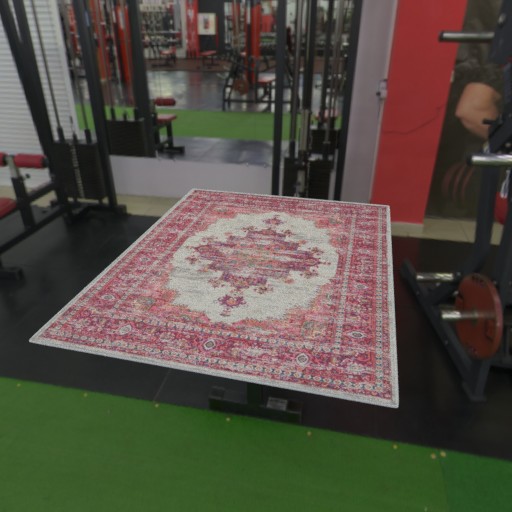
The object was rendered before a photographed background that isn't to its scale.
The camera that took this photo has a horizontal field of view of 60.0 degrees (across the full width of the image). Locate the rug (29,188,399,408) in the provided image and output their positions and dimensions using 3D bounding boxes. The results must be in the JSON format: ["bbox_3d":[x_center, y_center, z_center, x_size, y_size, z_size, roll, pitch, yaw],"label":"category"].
[{"bbox_3d":[0.000,0.000,4.103,2.447,0.017,3.123,7,29,12],"label":"rug"}]
